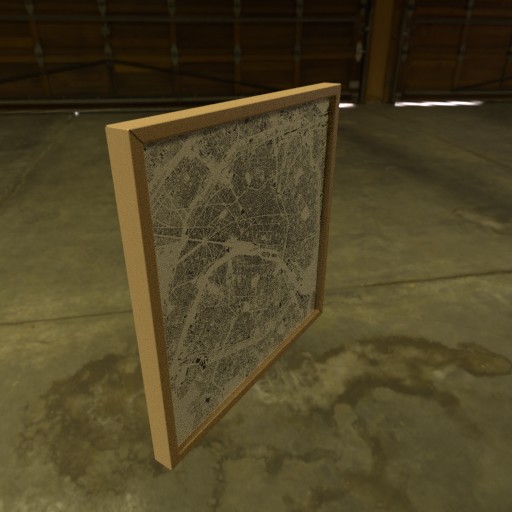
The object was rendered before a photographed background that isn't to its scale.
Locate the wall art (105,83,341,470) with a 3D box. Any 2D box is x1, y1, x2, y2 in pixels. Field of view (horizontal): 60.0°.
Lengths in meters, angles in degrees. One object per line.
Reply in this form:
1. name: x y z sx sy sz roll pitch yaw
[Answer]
1. wall art: 0.000 0.000 0.755 0.036 0.509 0.509 17 32 30
